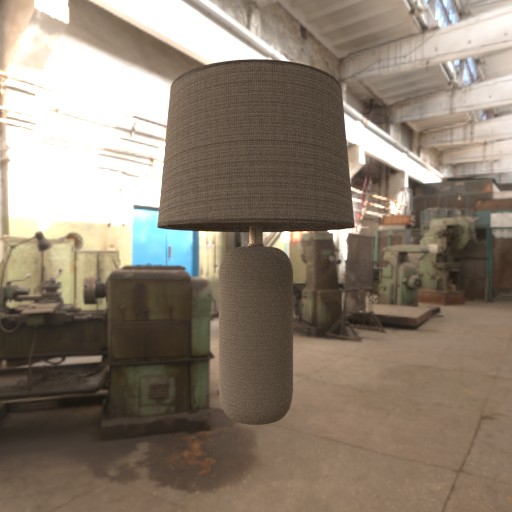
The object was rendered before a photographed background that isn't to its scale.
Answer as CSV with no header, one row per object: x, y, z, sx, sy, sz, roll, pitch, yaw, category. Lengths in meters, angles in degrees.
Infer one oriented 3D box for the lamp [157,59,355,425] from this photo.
0.000,0.000,0.843,0.367,0.609,0.367,0,1,0,lamp
